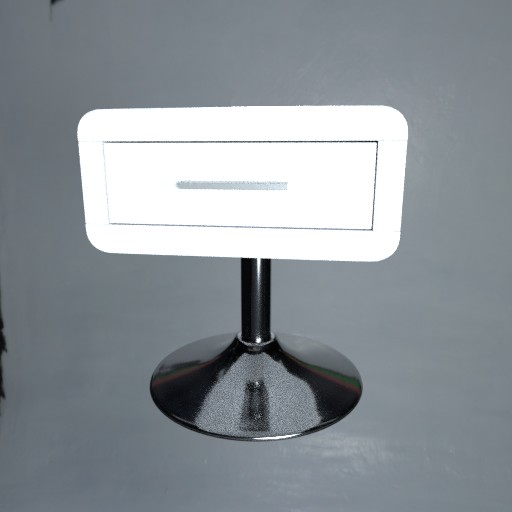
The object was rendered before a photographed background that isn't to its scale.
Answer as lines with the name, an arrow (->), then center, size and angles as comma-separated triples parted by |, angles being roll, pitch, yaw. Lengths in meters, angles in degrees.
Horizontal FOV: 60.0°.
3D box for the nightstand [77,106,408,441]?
nightstand -> 0.000, 0.000, 0.750 | 0.399, 0.447, 0.404 | 2, 14, 8
